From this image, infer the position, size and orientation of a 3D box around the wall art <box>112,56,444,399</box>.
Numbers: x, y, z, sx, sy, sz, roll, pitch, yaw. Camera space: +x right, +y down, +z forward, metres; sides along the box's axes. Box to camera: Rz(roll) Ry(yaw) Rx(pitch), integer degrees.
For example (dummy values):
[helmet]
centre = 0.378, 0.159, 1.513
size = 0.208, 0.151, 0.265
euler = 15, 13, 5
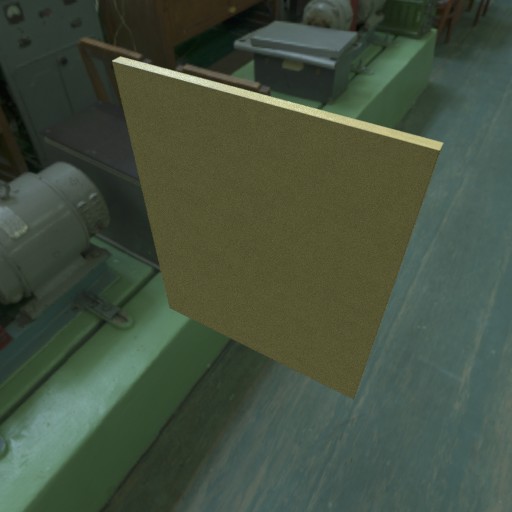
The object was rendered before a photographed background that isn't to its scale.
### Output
[wall art]
centre = 0.000, 0.000, 1.324
size = 0.798, 1.002, 0.030
euler = 22, 50, 20
